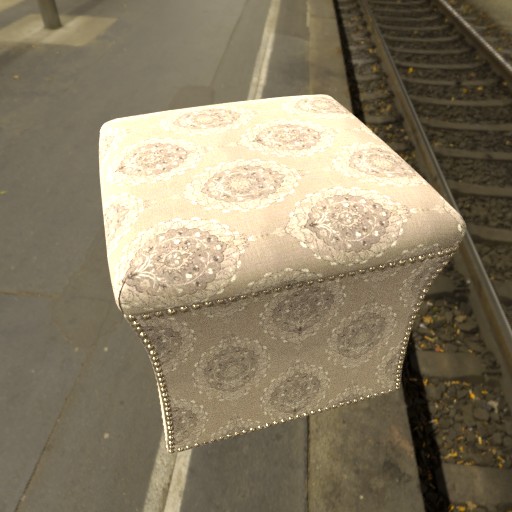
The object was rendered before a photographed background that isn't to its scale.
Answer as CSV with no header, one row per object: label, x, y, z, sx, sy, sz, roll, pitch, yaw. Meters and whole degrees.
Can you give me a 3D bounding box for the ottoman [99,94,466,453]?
ottoman,0.000,0.000,0.871,0.507,0.473,0.497,-11,43,-12
